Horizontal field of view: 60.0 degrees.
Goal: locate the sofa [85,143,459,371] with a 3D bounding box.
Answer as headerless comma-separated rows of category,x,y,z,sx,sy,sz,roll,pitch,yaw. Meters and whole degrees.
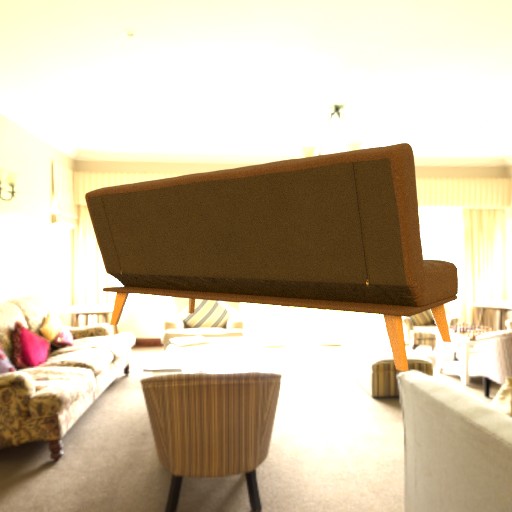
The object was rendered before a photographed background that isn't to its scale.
sofa,0.000,0.000,2.313,1.800,0.810,0.860,0,0,37
